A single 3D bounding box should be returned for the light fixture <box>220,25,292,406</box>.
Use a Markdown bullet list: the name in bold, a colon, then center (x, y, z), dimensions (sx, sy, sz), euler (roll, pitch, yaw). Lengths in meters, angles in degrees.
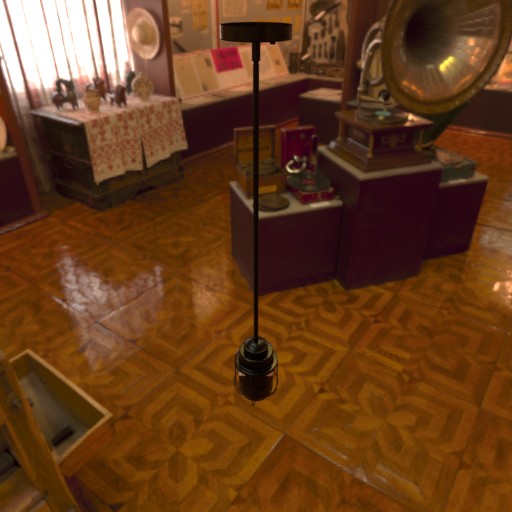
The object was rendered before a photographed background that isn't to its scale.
- **light fixture**: center (0.000, 0.000, 0.991), dimensions (0.123, 0.920, 0.123), euler (22, 38, 32)
